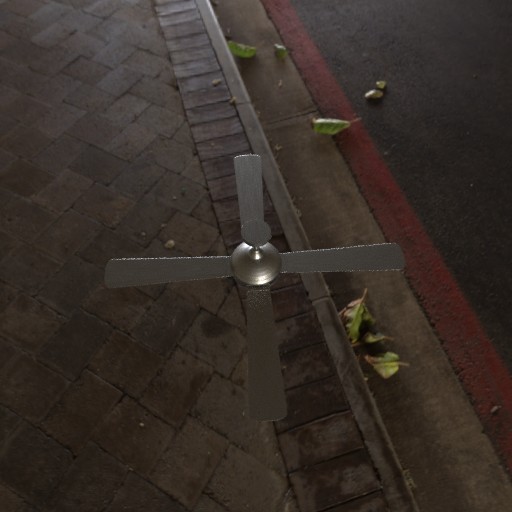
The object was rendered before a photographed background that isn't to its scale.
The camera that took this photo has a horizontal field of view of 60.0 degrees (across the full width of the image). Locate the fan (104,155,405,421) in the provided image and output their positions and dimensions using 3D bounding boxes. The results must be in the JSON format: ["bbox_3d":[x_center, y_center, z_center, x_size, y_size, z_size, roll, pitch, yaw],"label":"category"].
[{"bbox_3d":[0.000,0.000,1.982,1.321,0.381,1.321,14,60,9],"label":"fan"}]
